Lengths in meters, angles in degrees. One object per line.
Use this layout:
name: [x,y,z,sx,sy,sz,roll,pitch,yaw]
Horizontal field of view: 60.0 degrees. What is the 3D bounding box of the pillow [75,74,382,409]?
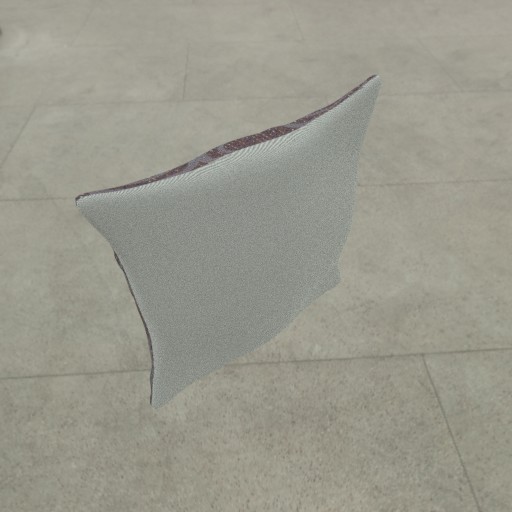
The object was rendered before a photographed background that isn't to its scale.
pillow: [0.000,0.000,0.783,0.514,0.513,0.163,-30,53,-26]
